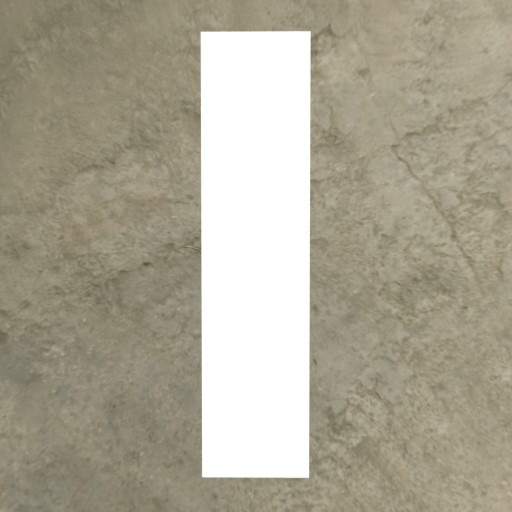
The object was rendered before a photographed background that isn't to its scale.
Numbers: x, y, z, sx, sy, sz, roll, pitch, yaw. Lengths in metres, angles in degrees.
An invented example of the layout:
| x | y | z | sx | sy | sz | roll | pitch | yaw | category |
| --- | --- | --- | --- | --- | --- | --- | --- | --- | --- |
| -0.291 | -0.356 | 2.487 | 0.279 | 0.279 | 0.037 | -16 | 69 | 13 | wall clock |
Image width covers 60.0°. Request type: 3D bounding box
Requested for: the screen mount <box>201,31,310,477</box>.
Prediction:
| x | y | z | sx | sy | sz | roll | pitch | yaw | category |
| --- | --- | --- | --- | --- | --- | --- | --- | --- | --- |
| 0.000 | 0.000 | 1.850 | 0.399 | 0.432 | 1.644 | 0 | 92 | 0 | screen mount |
